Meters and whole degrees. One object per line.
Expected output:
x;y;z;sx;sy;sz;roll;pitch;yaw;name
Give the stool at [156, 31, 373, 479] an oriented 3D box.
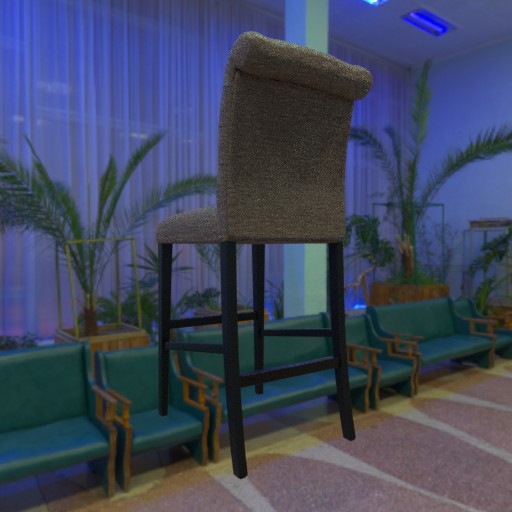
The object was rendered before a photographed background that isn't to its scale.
0.000;0.000;1.432;0.452;1.131;0.613;-1;1;-34;stool
